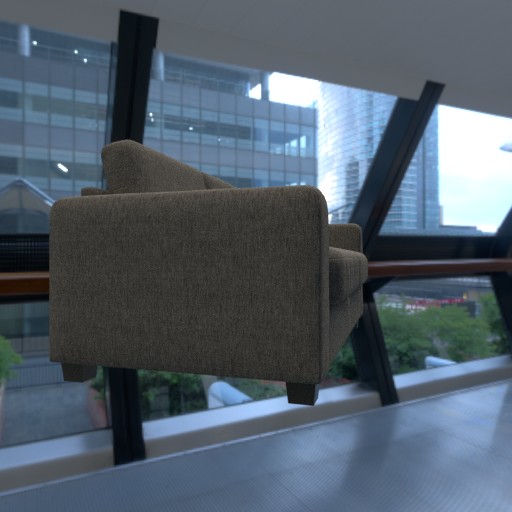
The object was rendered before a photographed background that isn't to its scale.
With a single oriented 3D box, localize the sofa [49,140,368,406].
[{"bbox_3d":[0.000,0.000,1.958,0.900,0.800,1.520,0,0,17],"label":"sofa"}]
